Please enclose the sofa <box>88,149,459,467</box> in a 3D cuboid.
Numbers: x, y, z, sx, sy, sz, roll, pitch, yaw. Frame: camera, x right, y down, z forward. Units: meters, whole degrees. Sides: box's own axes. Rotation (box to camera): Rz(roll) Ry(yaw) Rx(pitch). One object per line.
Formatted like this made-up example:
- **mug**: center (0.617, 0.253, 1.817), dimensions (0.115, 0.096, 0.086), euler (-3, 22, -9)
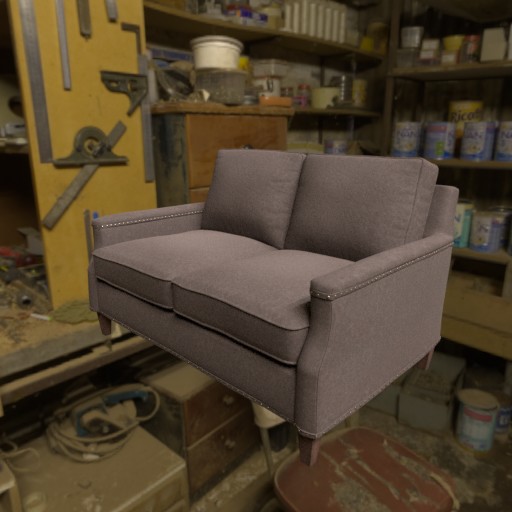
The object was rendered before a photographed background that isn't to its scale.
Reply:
- **sofa**: center (0.000, 0.000, 2.209), dimensions (1.597, 1.003, 1.084), euler (15, 21, 43)
